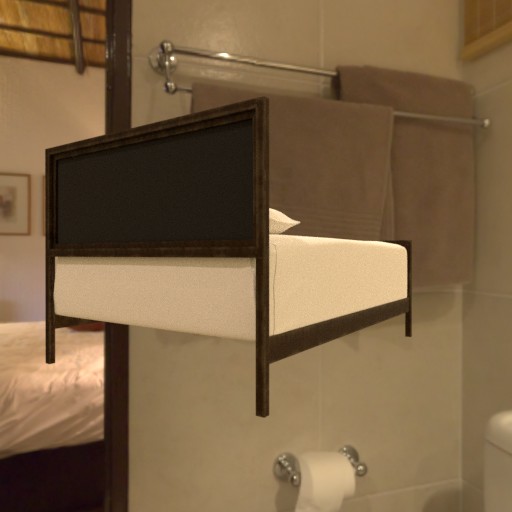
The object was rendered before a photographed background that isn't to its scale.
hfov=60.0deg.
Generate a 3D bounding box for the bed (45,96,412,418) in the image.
[{"bbox_3d":[0.000,0.000,3.175,1.607,1.313,2.221,0,0,34],"label":"bed"}]
